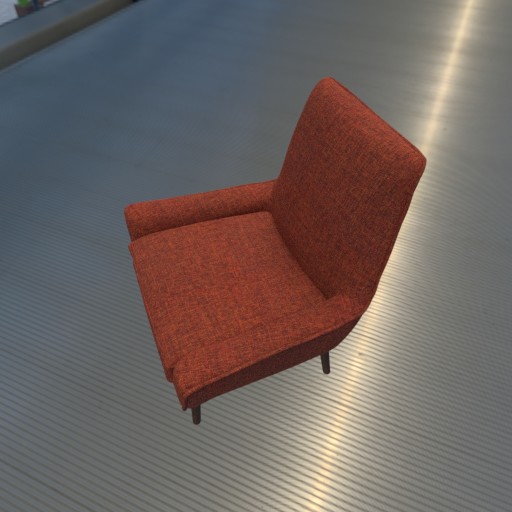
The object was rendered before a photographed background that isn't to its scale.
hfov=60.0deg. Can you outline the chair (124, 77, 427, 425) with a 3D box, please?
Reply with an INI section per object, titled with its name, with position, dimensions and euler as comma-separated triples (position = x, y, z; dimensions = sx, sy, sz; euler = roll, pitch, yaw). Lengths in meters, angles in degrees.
[chair]
position = 0.000, 0.000, 1.485
dimensions = 0.784, 0.911, 0.803
euler = -16, 49, -15
